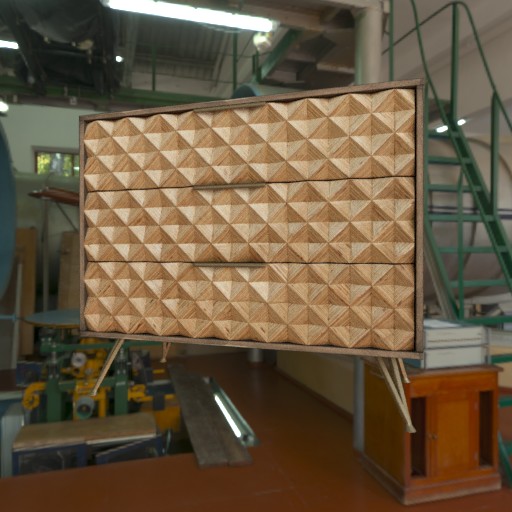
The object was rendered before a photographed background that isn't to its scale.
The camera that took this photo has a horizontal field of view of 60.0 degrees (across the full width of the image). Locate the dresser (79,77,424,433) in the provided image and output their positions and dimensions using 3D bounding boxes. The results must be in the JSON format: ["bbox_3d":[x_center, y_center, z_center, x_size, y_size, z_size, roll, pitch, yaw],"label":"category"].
[{"bbox_3d":[0.000,0.000,1.336,0.923,0.801,0.453,0,1,17],"label":"dresser"}]
